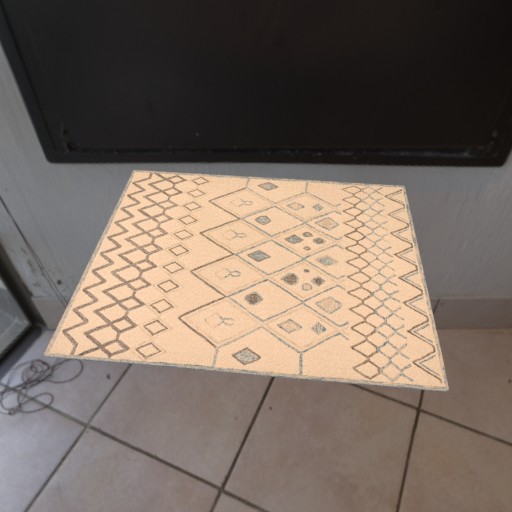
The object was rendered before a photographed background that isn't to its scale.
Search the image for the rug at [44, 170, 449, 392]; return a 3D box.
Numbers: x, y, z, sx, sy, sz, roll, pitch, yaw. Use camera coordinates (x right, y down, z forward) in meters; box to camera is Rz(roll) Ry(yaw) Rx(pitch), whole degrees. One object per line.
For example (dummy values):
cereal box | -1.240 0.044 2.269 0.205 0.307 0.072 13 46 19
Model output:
rug | 0.000 0.000 4.150 3.056 0.013 2.441 4 46 4
